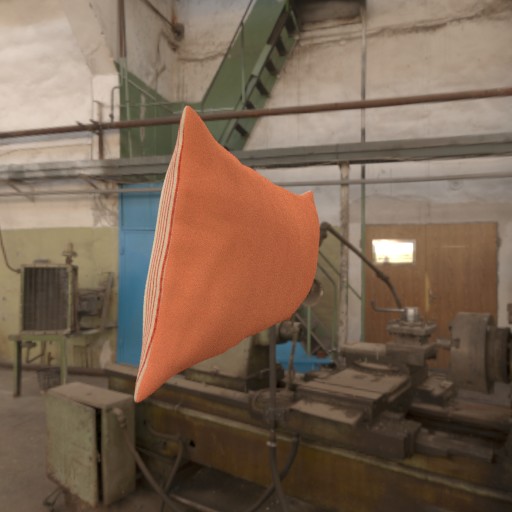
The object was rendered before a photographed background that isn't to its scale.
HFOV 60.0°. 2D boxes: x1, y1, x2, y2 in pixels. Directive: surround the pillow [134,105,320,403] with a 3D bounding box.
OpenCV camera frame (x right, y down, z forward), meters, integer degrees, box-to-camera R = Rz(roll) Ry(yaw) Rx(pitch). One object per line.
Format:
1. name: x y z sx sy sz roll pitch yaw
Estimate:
1. pillow: 0.000 0.000 0.713 0.156 0.292 0.608 0 0 18
